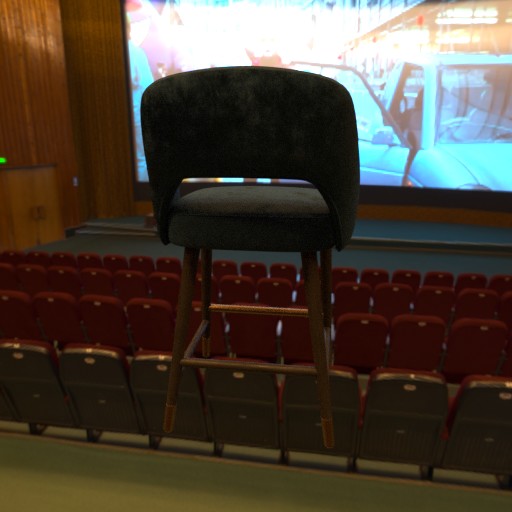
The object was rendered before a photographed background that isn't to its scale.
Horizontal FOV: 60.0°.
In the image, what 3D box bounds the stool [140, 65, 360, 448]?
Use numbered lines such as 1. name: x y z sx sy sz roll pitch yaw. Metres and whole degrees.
1. stool: 0.000 0.000 1.239 0.536 0.925 0.524 2 16 8
